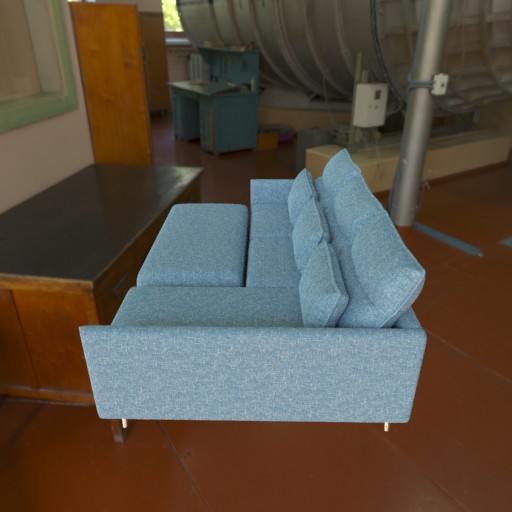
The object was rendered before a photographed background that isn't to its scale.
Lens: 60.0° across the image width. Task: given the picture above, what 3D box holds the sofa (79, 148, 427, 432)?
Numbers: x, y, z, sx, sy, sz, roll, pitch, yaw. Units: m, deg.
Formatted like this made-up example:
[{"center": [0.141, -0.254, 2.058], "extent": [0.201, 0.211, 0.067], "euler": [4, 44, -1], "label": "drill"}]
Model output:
[{"center": [0.000, 0.000, 2.759], "extent": [1.420, 0.899, 2.034], "euler": [0, 27, 1], "label": "sofa"}]
